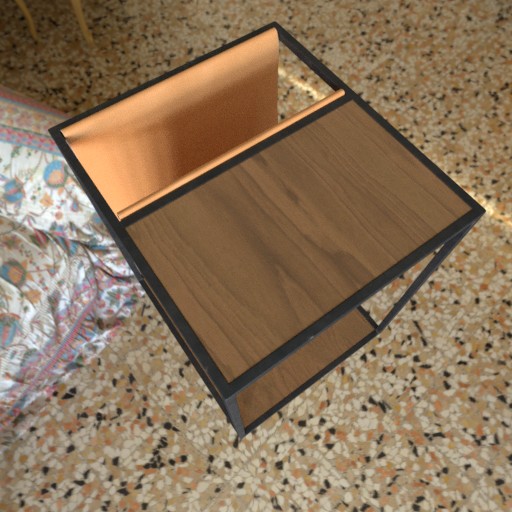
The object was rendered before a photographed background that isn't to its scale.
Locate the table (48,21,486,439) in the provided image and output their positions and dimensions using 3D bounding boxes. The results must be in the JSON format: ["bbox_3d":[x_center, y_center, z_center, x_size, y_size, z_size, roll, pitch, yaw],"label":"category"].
[{"bbox_3d":[0.000,0.000,0.827,0.399,0.536,0.450,-33,68,-15],"label":"table"}]
